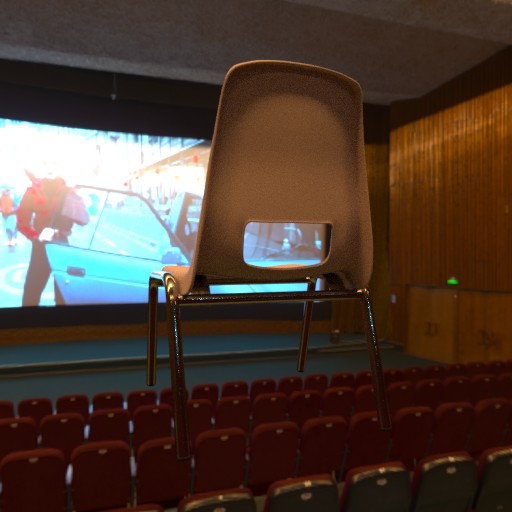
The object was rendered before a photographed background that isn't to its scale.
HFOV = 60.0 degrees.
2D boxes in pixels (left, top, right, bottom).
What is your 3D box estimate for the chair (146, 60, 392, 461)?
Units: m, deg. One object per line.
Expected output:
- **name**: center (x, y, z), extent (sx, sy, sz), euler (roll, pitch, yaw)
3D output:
- **chair**: center (0.000, 0.000, 0.787), extent (0.354, 0.537, 0.385), euler (0, 1, -18)
